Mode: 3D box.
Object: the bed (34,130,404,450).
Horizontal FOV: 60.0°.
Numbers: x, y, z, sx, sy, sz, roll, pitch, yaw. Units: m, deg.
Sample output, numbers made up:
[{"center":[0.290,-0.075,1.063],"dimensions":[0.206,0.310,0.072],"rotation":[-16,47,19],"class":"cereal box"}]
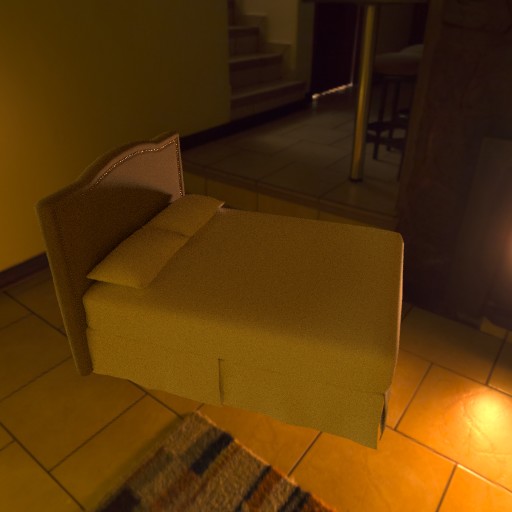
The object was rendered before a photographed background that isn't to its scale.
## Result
[{"center":[0.000,0.000,3.241],"dimensions":[2.128,1.441,1.744],"rotation":[9,32,15],"class":"bed"}]
